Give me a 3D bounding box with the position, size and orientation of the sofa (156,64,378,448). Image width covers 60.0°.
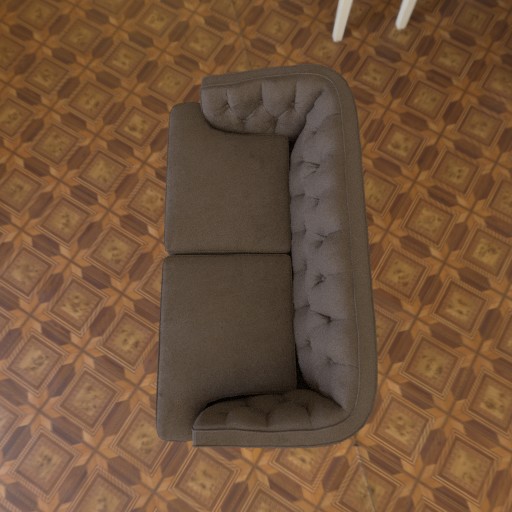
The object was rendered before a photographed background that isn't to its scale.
[{"bbox_3d":[0.000,0.000,2.229,0.941,0.855,1.733,-1,75,0],"label":"sofa"}]
